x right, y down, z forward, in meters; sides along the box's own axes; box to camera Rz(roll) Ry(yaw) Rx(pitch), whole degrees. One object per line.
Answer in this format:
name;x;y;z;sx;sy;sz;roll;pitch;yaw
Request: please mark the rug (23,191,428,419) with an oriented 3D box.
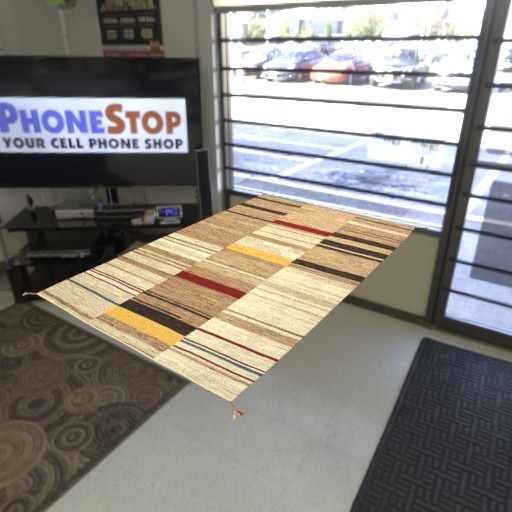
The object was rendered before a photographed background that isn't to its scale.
rug;0.000;0.000;2.363;1.268;0.007;1.918;18;31;32
